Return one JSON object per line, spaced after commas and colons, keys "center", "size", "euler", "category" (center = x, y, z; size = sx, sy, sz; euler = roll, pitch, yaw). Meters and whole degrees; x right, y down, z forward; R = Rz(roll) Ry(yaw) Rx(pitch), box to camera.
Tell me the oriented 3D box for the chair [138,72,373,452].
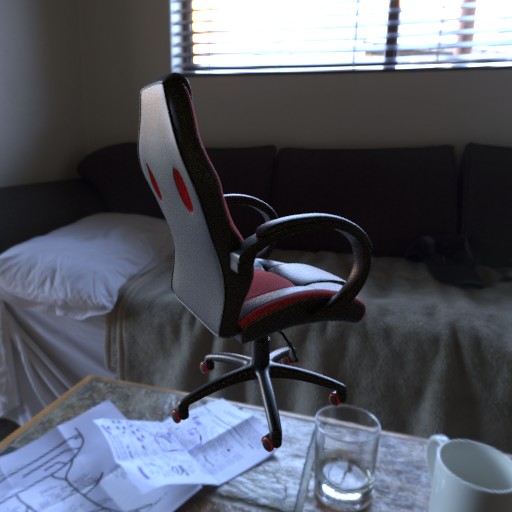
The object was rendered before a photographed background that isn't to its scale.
{"center": [0.000, 0.000, 1.621], "size": [0.724, 1.187, 0.673], "euler": [-7, 16, -27], "category": "chair"}
